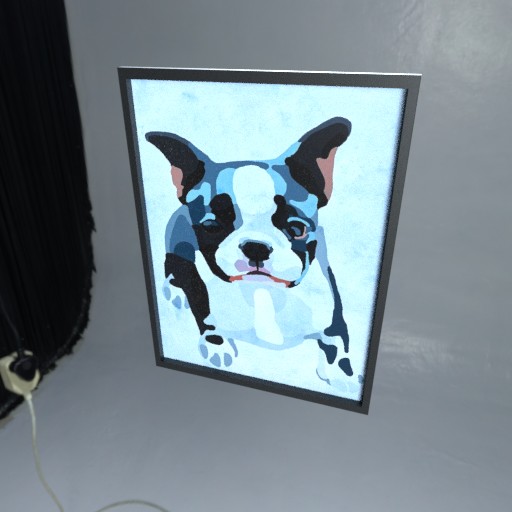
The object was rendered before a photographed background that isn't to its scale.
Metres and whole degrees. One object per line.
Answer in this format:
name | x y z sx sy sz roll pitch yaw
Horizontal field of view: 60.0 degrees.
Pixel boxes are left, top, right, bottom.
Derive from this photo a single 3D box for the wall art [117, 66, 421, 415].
wall art | 0.000 0.000 1.326 0.774 1.027 0.030 8 28 16
